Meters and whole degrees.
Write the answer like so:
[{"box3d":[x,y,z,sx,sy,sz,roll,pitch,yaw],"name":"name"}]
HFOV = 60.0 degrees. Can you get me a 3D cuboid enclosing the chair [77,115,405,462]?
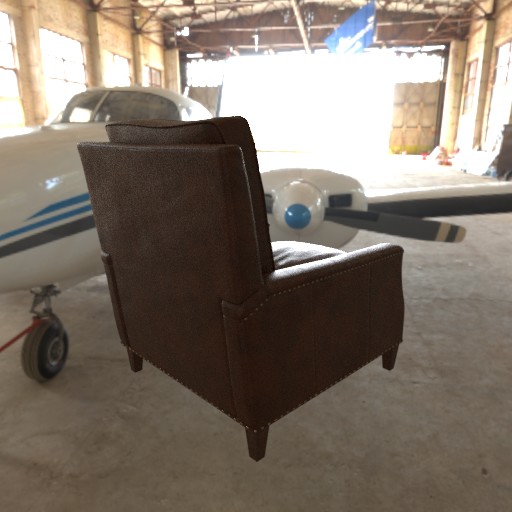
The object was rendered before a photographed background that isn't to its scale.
[{"box3d":[0.000,0.000,1.799,1.035,1.054,0.854,-14,21,-42],"name":"chair"}]
